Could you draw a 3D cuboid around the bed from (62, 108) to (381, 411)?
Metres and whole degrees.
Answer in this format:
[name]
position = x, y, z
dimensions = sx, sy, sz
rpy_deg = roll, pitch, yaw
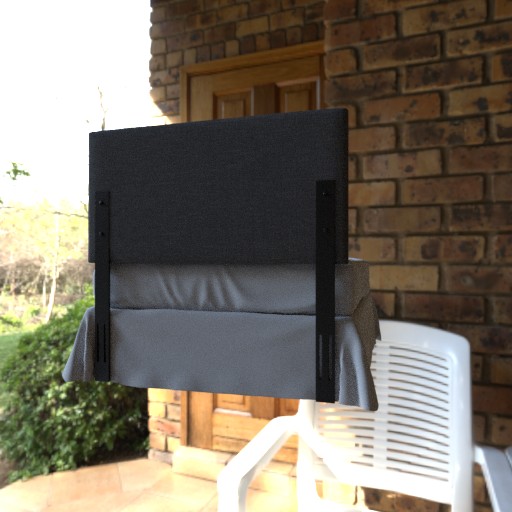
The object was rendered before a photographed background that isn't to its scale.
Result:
[bed]
position = 0.000, 0.000, 3.545
dimensions = 1.936, 1.577, 2.222
rpy_deg = 0, 0, 17
